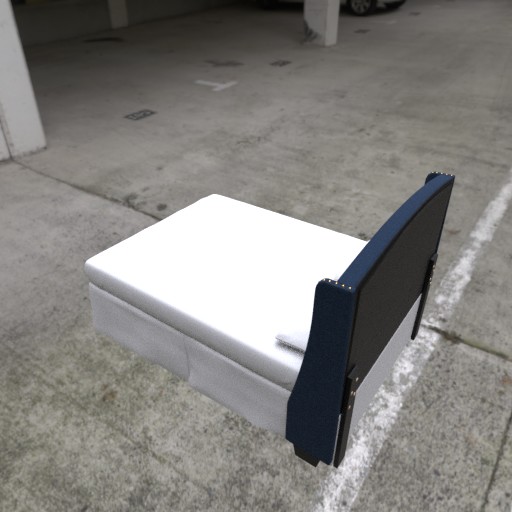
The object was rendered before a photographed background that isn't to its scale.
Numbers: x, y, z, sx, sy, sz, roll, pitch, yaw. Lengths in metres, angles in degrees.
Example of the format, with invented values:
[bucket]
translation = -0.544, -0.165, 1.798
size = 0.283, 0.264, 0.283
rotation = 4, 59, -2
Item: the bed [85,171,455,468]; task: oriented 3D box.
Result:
[bed]
translation = 0.000, 0.000, 3.274
size = 2.223, 1.402, 1.604
rotation = 21, 38, 29
